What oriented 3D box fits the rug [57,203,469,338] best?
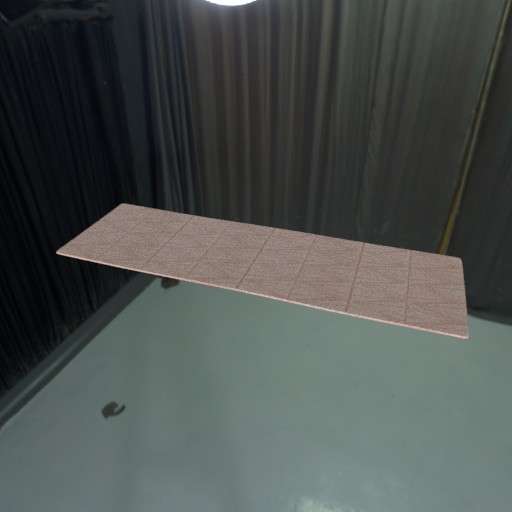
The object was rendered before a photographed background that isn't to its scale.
[{"bbox_3d":[0.000,0.000,2.771,2.435,0.015,0.760,10,34,16],"label":"rug"}]
